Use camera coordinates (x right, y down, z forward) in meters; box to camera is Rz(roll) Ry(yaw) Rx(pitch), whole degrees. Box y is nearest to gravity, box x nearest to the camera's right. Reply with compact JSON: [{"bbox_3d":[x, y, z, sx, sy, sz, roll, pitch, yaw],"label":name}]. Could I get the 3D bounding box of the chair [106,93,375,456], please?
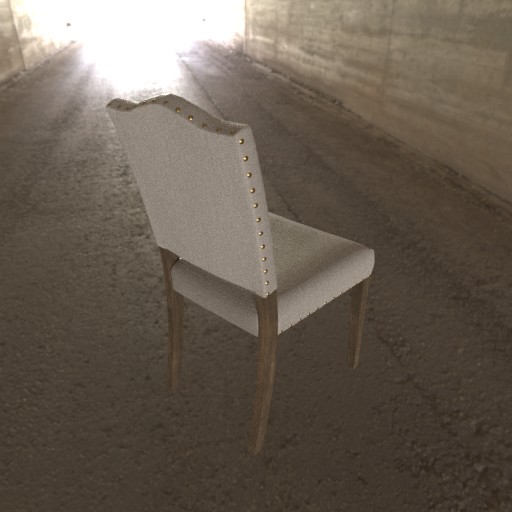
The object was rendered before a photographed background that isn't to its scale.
[{"bbox_3d":[0.000,0.000,1.363,0.508,1.020,0.620,23,37,35],"label":"chair"}]
